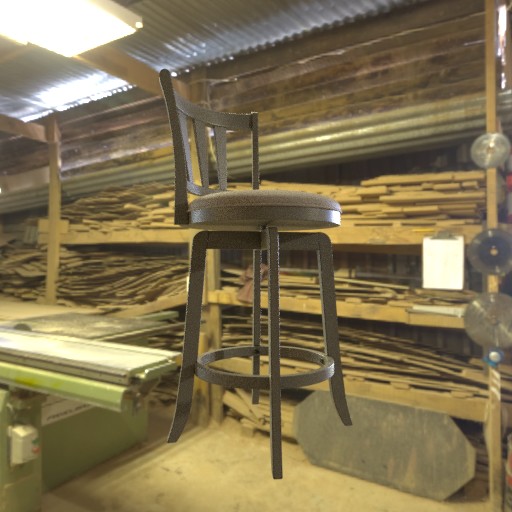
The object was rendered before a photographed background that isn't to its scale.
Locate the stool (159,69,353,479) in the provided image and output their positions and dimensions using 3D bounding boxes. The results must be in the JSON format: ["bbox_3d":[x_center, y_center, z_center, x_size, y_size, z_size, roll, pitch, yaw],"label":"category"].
[{"bbox_3d":[0.000,0.000,1.265,0.486,0.994,0.450,0,-1,35],"label":"stool"}]
